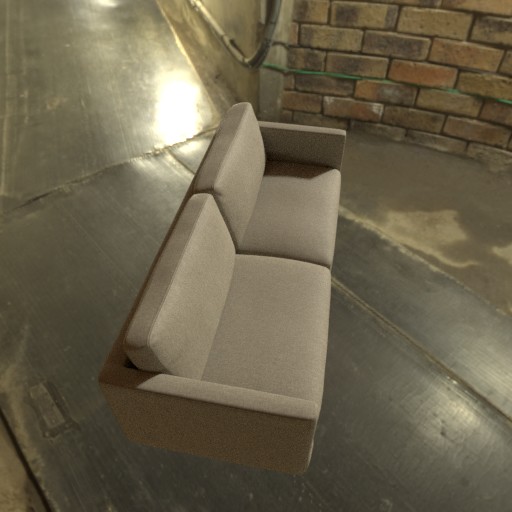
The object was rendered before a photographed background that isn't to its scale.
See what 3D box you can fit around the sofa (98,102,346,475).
[{"bbox_3d":[0.000,0.000,2.700,0.956,0.963,2.208,8,47,7],"label":"sofa"}]
